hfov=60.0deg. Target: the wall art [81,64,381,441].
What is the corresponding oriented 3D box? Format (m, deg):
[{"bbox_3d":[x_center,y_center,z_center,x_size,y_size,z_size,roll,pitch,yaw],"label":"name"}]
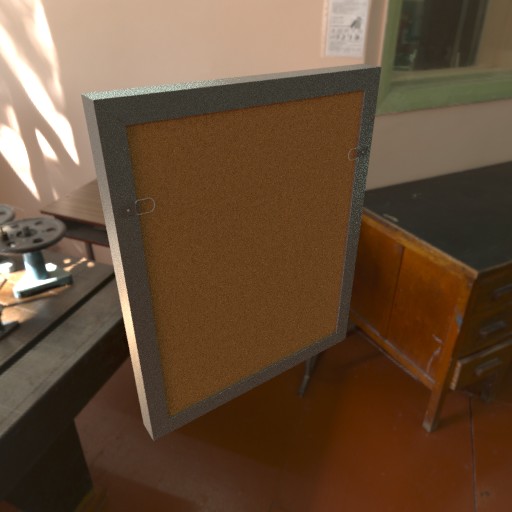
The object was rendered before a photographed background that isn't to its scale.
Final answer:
[{"bbox_3d":[0.000,0.000,0.503,0.308,0.379,0.030,-20,36,-30],"label":"wall art"}]
